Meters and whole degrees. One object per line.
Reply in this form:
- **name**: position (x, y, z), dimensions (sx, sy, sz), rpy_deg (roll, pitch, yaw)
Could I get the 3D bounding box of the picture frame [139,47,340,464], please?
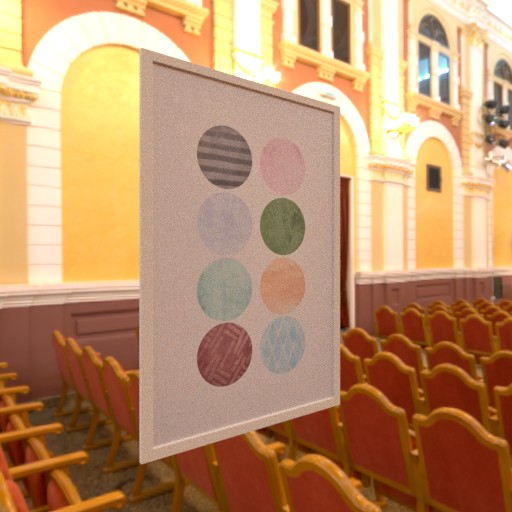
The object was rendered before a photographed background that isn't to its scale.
- **picture frame**: position (0.000, 0.000, 1.204), dimensions (0.659, 0.940, 0.013), rpy_deg (0, 0, -37)
